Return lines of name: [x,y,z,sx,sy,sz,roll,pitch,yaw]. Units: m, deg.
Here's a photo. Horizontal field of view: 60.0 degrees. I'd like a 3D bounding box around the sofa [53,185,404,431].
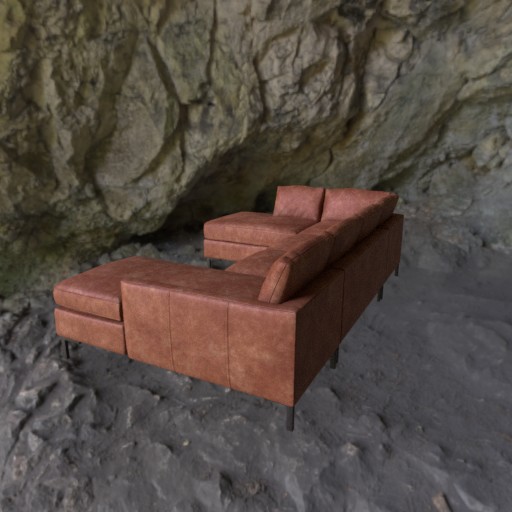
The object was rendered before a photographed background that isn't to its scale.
sofa: [0.000,0.000,3.760,1.939,0.900,2.956,8,17,26]
